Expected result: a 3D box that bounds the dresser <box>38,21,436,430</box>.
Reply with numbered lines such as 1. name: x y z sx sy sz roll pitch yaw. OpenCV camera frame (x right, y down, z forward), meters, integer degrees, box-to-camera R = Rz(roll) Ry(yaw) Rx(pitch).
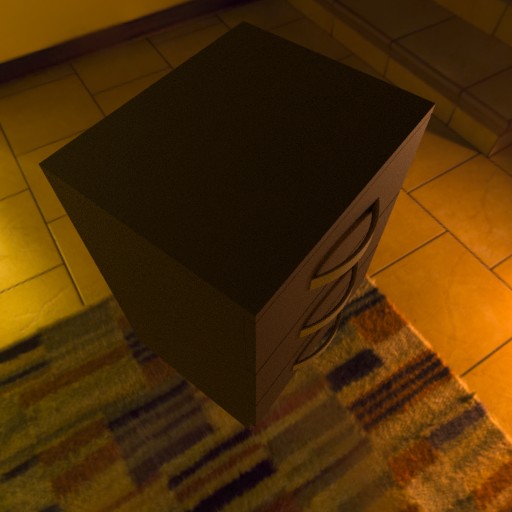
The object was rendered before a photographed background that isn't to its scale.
1. dresser: 0.000 0.000 0.800 0.360 0.560 0.400 33 63 19
